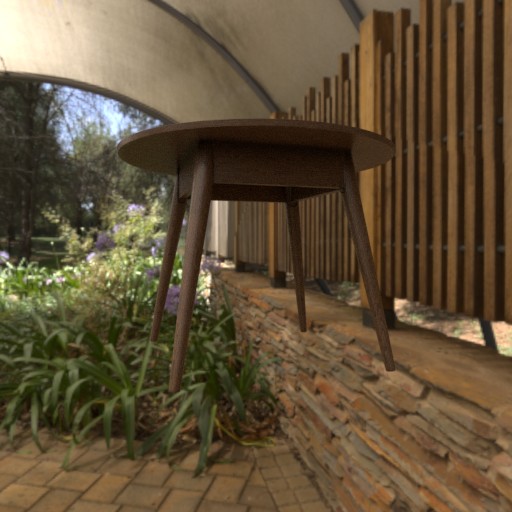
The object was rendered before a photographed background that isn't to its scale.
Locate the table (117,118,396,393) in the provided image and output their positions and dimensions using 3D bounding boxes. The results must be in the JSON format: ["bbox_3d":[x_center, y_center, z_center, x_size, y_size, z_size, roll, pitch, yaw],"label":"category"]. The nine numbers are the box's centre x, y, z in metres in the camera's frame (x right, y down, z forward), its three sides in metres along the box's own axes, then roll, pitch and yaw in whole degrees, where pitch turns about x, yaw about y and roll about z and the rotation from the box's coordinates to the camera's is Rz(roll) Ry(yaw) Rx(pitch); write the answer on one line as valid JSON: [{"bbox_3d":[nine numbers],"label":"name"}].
[{"bbox_3d":[0.000,0.000,1.764,1.053,0.786,1.053,0,1,0],"label":"table"}]
